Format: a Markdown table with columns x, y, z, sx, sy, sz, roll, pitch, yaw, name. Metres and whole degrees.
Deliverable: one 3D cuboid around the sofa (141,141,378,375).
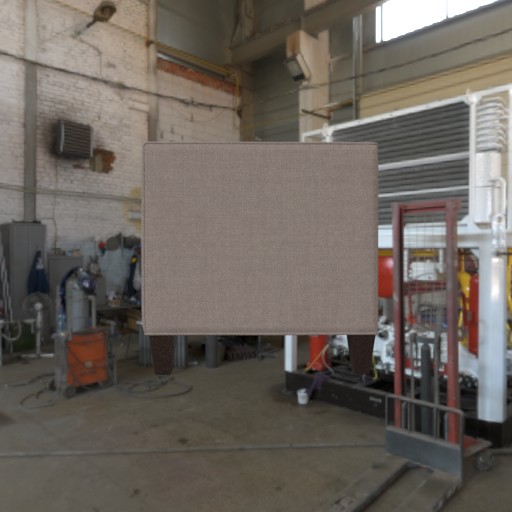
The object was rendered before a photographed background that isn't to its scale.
| x | y | z | sx | sy | sz | roll | pitch | yaw | name |
| --- | --- | --- | --- | --- | --- | --- | --- | --- | --- |
| 0.000 | 0.000 | 2.505 | 0.775 | 0.762 | 2.159 | 0 | 0 | -1 | sofa |
